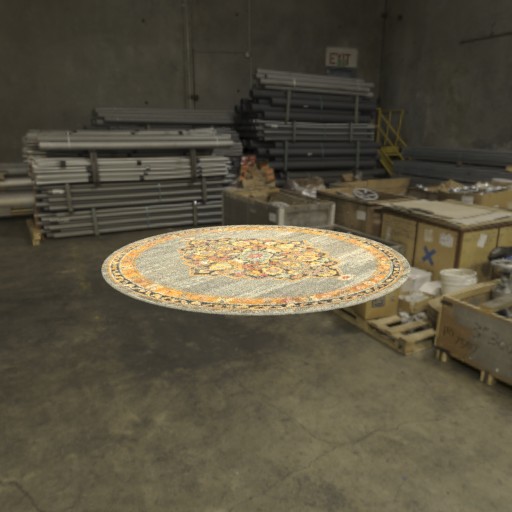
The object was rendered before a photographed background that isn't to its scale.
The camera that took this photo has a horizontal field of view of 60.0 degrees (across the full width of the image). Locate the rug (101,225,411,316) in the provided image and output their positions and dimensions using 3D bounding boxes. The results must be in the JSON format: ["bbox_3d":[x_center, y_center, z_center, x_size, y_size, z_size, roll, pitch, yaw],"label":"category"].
[{"bbox_3d":[0.000,0.000,2.416,1.598,0.010,1.598,0,16,0],"label":"rug"}]
